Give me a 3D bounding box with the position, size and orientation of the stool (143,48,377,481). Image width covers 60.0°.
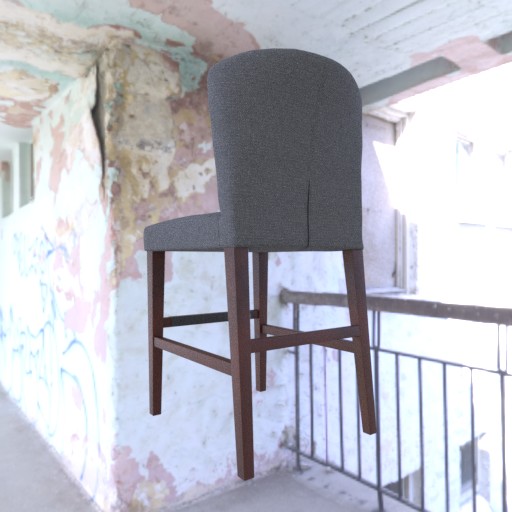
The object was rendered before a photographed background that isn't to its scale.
[{"bbox_3d":[0.000,0.000,1.286,0.479,0.968,0.568,0,0,-37],"label":"stool"}]
